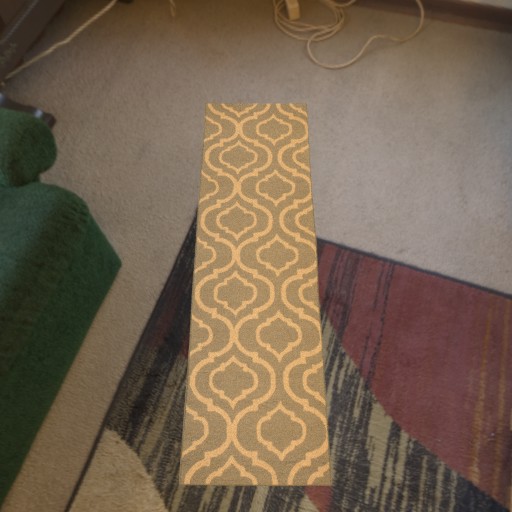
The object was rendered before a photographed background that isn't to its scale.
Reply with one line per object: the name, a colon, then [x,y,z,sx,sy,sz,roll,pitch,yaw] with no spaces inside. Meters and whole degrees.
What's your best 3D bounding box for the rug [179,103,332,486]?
rug: [0.000,0.000,2.470,0.684,0.009,2.275,0,64,0]
